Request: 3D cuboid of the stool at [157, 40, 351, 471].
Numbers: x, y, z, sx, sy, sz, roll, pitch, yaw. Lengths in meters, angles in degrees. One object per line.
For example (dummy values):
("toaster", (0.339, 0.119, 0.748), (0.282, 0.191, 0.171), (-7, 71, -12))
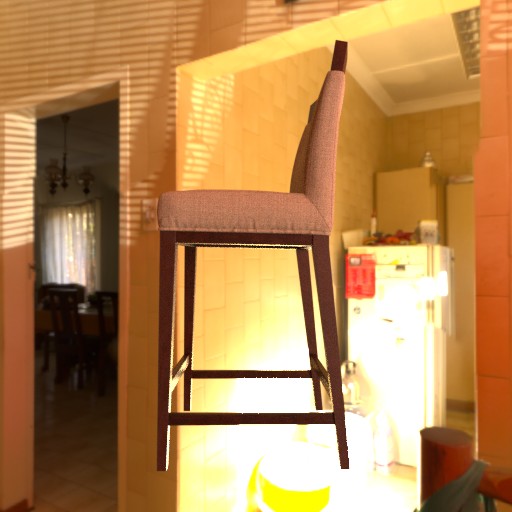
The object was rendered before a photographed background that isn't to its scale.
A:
("stool", (0.000, 0.000, 1.257), (0.480, 1.011, 0.463), (0, 0, -1))
